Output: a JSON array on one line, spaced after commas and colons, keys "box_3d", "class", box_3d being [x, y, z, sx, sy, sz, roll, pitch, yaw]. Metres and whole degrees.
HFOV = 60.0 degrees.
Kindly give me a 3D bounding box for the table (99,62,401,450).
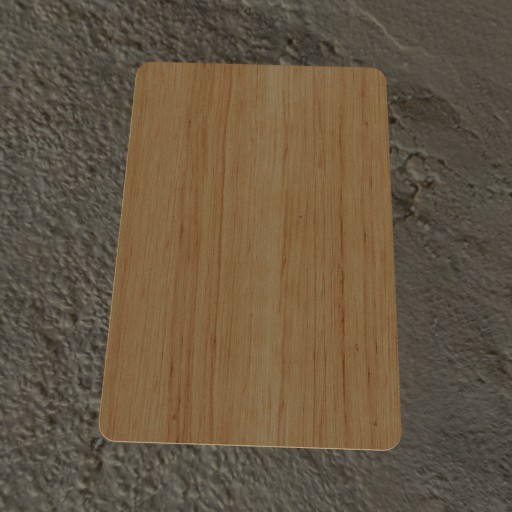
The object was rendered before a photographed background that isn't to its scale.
[{"box_3d": [0.000, 0.000, 1.340, 0.696, 0.445, 0.997, 2, 76, 0], "class": "table"}]
